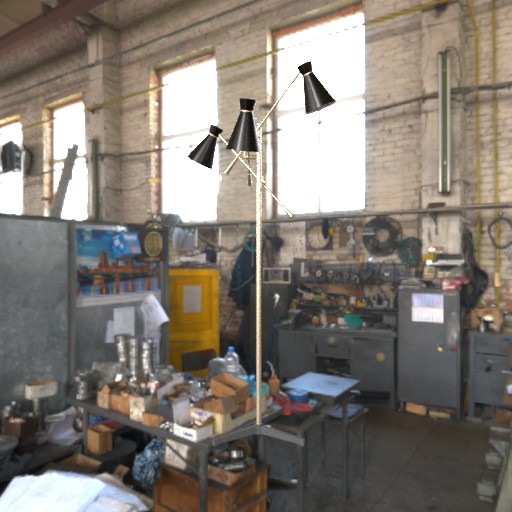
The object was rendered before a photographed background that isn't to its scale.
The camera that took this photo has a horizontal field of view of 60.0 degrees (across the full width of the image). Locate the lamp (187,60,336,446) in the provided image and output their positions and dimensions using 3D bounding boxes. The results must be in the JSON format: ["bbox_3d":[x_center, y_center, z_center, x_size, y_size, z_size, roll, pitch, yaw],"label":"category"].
[{"bbox_3d":[0.000,0.000,2.160,0.750,1.804,0.653,0,-1,0],"label":"lamp"}]
